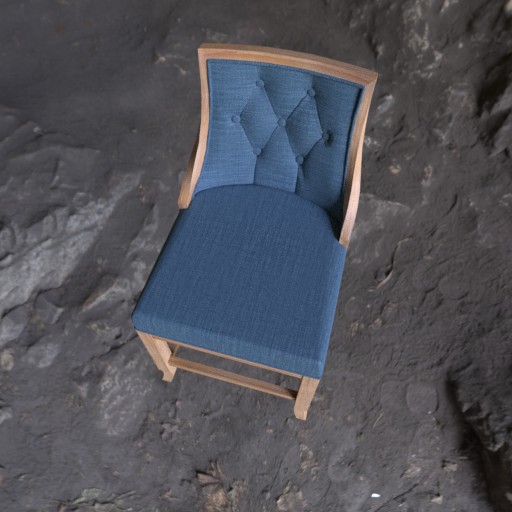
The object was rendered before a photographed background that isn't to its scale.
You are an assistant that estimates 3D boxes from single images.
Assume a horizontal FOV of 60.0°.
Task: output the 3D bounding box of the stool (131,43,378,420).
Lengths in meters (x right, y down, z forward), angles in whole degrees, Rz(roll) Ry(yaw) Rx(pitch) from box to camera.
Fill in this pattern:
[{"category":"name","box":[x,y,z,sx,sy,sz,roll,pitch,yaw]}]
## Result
[{"category":"stool","box":[0.000,0.000,1.315,0.524,0.938,0.626,13,59,8]}]
